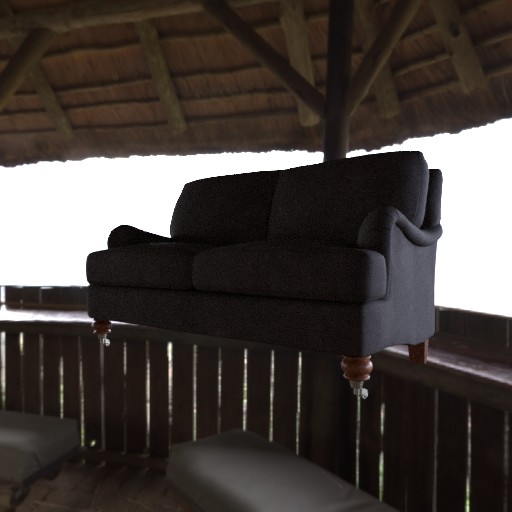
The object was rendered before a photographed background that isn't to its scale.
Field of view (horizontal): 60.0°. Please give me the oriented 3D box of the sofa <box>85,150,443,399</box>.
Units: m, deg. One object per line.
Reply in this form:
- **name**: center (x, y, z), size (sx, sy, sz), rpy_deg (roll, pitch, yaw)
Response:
- **sofa**: center (0.000, 0.000, 2.536), size (1.853, 1.101, 1.084), rpy_deg (0, 0, 37)
